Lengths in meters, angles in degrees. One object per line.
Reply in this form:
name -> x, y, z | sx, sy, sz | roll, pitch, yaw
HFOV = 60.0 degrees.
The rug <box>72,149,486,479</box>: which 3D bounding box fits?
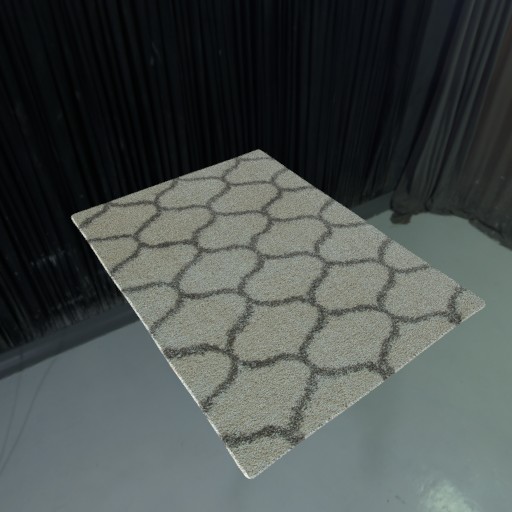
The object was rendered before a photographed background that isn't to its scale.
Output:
rug -> 0.000, 0.000, 2.052 | 1.200, 0.025, 1.600 | -26, 48, -26
